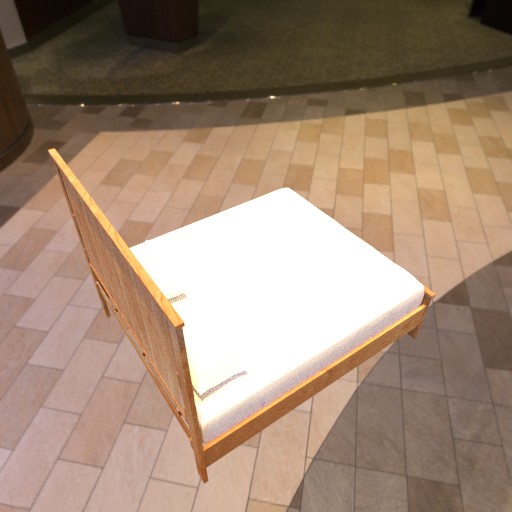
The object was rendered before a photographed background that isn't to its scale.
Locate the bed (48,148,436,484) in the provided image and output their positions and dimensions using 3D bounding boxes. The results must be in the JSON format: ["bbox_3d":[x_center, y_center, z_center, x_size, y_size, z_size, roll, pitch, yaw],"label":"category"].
[{"bbox_3d":[0.000,0.000,4.064,2.530,1.938,2.225,-25,47,-25],"label":"bed"}]
